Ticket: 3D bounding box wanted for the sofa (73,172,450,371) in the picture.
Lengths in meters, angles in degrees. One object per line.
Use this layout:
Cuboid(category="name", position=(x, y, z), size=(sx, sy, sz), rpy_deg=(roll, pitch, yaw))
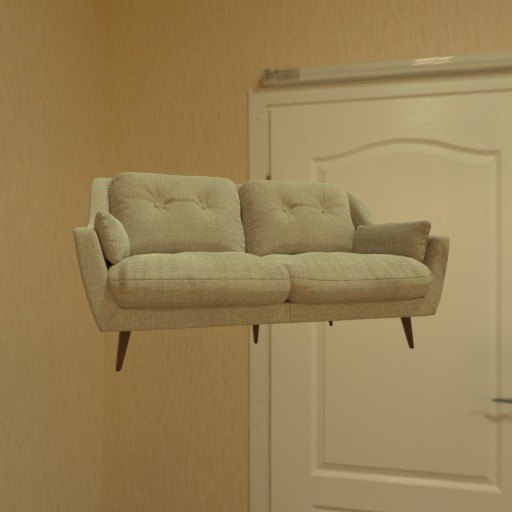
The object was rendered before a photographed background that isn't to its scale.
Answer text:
Cuboid(category="sofa", position=(0.000, 0.000, 2.239), size=(1.652, 0.888, 0.965), rpy_deg=(0, 0, -18))
